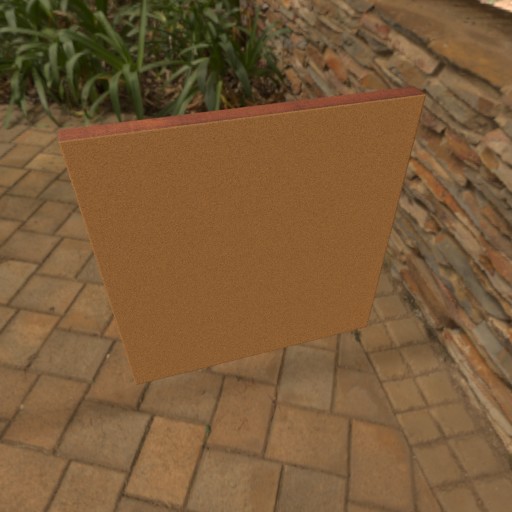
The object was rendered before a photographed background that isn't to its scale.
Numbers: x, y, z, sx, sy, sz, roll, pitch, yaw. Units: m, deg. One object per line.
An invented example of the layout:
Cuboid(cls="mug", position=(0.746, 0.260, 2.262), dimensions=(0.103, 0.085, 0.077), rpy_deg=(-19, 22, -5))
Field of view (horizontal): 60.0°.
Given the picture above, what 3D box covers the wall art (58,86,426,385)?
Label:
Cuboid(cls="wall art", position=(0.000, 0.000, 0.844), dimensions=(0.554, 0.572, 0.037), rpy_deg=(-11, 42, -13))
